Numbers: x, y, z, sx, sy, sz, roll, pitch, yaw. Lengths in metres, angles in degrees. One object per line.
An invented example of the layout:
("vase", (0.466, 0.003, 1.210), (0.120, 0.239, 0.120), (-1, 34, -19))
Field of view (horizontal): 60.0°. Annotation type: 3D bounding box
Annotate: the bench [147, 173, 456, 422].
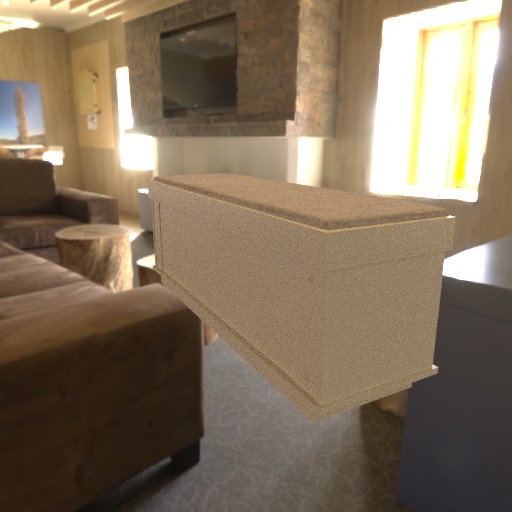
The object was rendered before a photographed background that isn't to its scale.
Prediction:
("bench", (0.000, 0.000, 1.446), (0.363, 0.453, 1.196), (-8, 17, -28))
